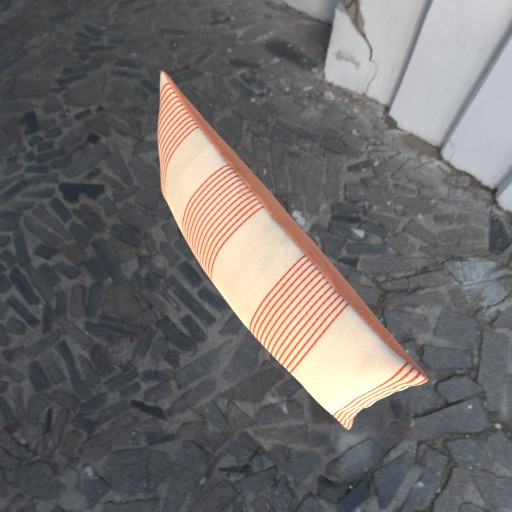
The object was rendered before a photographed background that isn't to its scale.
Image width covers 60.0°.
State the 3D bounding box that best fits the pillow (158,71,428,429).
[{"bbox_3d":[0.000,0.000,0.740,0.156,0.292,0.608,-33,69,-14],"label":"pillow"}]
